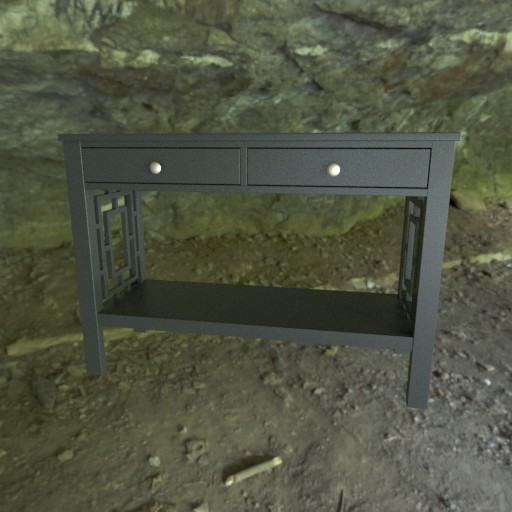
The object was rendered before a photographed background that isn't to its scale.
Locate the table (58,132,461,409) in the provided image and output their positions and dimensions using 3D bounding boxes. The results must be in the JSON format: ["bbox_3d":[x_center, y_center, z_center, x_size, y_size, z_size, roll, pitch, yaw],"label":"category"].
[{"bbox_3d":[0.000,0.000,1.423,1.068,0.753,0.397,3,15,10],"label":"table"}]
